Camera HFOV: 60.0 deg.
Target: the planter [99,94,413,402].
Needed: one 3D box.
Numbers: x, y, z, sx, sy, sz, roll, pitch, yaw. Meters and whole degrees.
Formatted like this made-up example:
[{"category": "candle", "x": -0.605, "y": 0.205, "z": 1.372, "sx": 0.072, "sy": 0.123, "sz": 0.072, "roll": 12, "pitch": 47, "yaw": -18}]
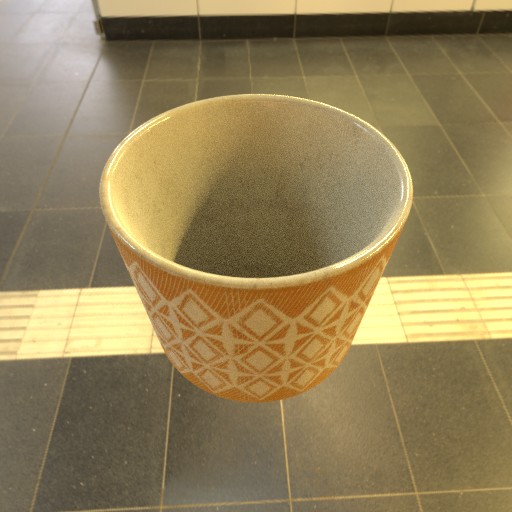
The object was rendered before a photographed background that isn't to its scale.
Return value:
[{"category": "planter", "x": 0.000, "y": 0.000, "z": 0.339, "sx": 0.193, "sy": 0.165, "sz": 0.193, "roll": 0, "pitch": 47, "yaw": 0}]
